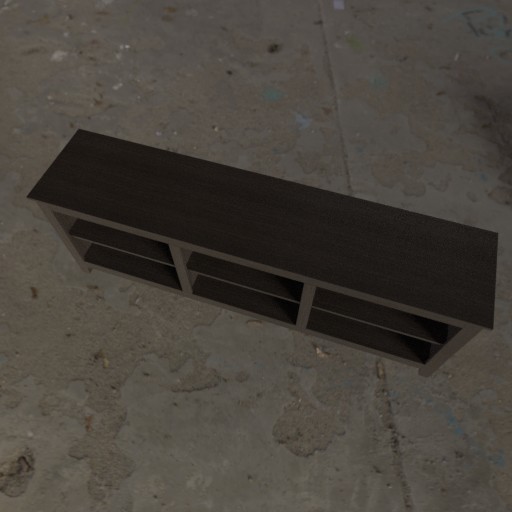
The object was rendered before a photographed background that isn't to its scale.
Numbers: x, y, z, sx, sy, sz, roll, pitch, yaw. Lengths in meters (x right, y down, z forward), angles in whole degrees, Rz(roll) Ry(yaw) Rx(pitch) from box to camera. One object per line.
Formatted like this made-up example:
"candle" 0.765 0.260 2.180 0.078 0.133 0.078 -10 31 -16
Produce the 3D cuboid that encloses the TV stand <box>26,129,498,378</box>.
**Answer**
"TV stand" 0.000 0.000 1.964 1.778 0.610 0.406 16 60 9
